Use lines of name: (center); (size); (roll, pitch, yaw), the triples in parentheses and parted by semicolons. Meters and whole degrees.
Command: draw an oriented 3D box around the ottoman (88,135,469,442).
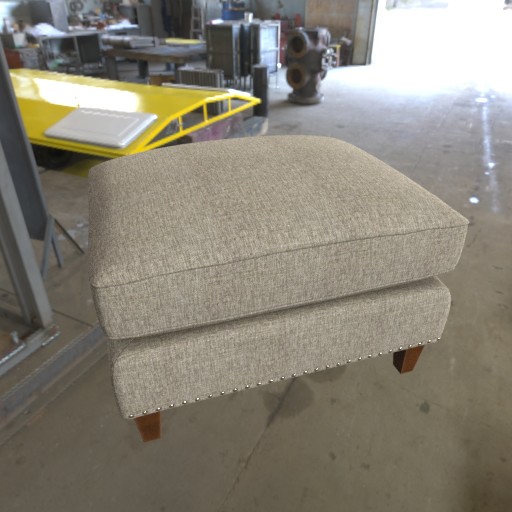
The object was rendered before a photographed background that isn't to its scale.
ottoman: (0.000, 0.000, 1.111); (0.741, 0.513, 0.584); (-10, 33, -15)
